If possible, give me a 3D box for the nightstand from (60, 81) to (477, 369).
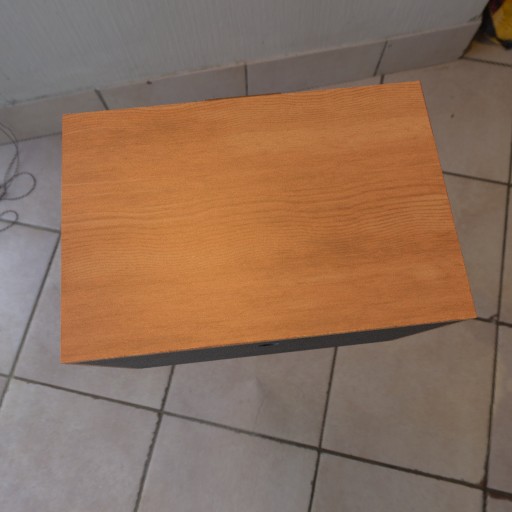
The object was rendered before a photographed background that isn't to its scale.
[{"bbox_3d":[0.000,0.000,0.998,0.613,0.615,0.427,-6,75,-2],"label":"nightstand"}]
